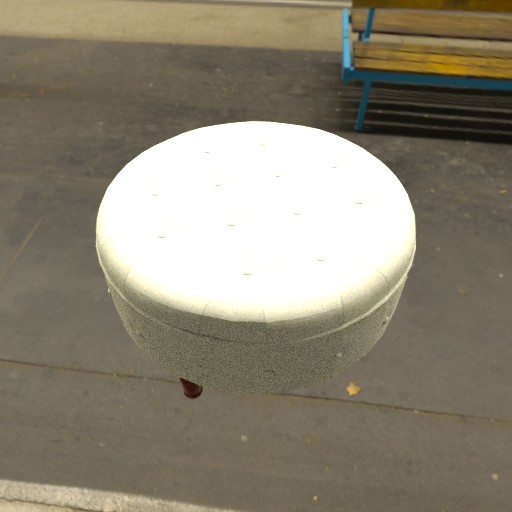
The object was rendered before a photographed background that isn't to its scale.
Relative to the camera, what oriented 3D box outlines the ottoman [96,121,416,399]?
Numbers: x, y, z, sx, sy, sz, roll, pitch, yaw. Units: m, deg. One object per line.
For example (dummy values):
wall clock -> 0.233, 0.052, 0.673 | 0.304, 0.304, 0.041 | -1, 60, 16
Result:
ottoman -> 0.000, 0.000, 1.329 | 0.850, 0.483, 0.850 | 0, 45, 0
